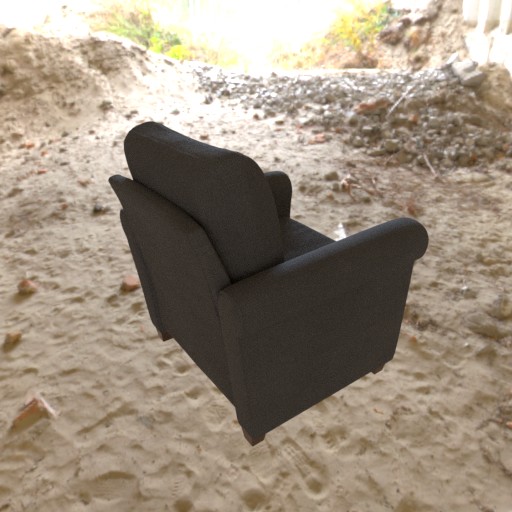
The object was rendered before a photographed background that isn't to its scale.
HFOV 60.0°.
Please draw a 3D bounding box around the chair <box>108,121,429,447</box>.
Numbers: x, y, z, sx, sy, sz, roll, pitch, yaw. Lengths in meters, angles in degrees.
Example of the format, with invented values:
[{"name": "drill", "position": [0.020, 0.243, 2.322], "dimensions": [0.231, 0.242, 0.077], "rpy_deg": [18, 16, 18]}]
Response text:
[{"name": "chair", "position": [0.000, 0.000, 1.643], "dimensions": [0.828, 0.942, 0.867], "rpy_deg": [-18, 32, -31]}]
